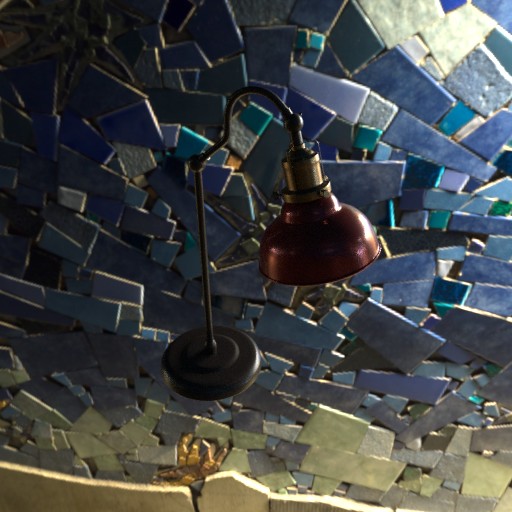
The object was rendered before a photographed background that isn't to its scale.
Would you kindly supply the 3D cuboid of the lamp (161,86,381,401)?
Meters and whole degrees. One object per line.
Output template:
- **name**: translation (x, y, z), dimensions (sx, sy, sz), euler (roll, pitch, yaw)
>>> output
- **lamp**: translation (0.000, 0.000, 0.702), dimensions (0.374, 0.508, 0.192), euler (10, 31, 17)
